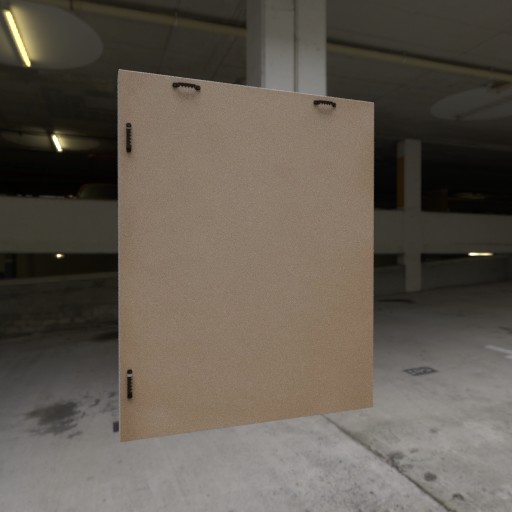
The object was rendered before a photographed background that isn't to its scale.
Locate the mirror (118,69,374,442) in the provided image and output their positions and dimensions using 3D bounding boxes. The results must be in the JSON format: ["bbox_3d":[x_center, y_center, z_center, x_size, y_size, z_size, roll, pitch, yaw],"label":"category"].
[{"bbox_3d":[0.000,0.000,0.685,0.405,0.508,0.041,0,1,-20],"label":"mirror"}]
